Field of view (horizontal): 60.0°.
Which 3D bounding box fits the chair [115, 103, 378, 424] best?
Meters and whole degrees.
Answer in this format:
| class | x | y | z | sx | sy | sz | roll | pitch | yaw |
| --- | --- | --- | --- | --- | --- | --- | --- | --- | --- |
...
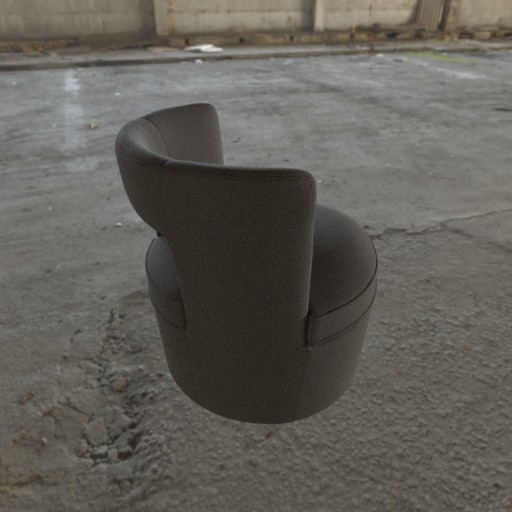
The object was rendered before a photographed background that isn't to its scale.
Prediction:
| class | x | y | z | sx | sy | sz | roll | pitch | yaw |
| --- | --- | --- | --- | --- | --- | --- | --- | --- | --- |
| chair | 0.000 | 0.000 | 1.239 | 0.660 | 0.719 | 0.689 | -10 | 31 | -18 |
